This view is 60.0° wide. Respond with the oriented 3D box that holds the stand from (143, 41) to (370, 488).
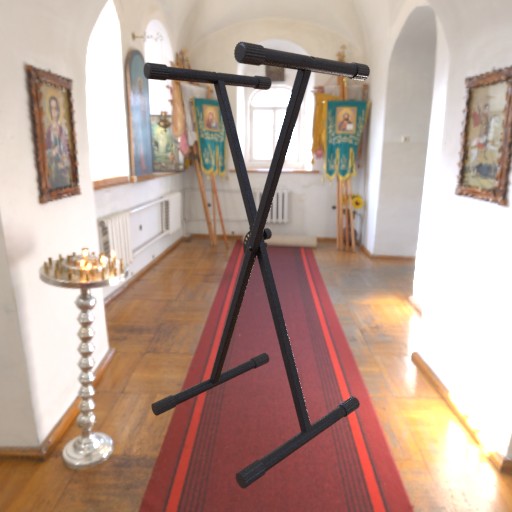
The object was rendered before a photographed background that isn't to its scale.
[{"bbox_3d":[0.000,0.000,1.169,0.449,0.940,0.409,-14,21,-41],"label":"stand"}]
